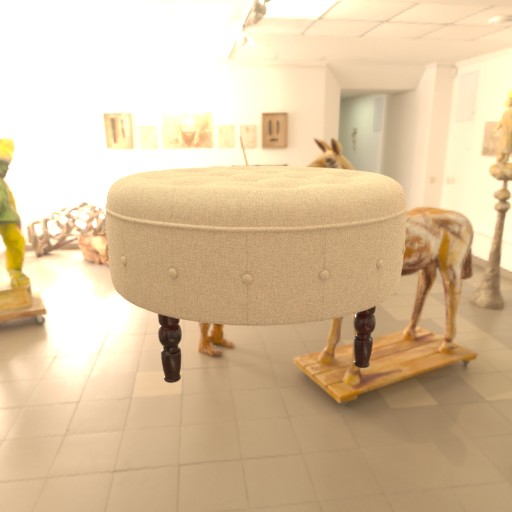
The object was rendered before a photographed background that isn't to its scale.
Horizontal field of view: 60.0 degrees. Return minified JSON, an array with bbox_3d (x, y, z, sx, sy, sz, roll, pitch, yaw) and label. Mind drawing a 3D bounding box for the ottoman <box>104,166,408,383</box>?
[{"bbox_3d":[0.000,0.000,1.347,0.848,0.494,0.848,0,15,0],"label":"ottoman"}]
